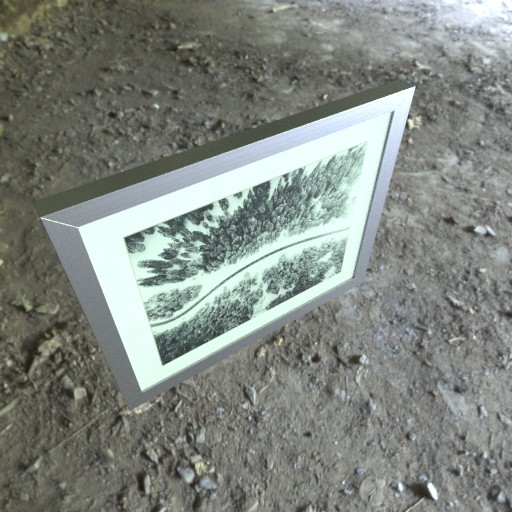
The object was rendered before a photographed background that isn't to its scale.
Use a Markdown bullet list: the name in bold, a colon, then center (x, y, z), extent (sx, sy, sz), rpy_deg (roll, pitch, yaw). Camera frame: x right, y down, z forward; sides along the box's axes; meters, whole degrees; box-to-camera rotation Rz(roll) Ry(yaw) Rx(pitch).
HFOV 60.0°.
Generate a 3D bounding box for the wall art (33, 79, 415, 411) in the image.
- **wall art**: center (0.000, 0.000, 0.741), extent (0.557, 0.456, 0.032), rpy_deg (-25, 51, -22)
